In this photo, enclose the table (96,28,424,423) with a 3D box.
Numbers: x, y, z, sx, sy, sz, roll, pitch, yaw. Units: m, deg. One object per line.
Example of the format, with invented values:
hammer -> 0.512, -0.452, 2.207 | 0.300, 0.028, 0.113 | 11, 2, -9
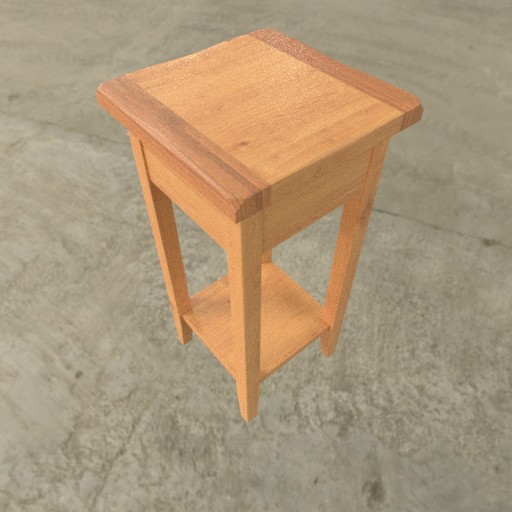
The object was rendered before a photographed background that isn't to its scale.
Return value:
table -> 0.000, 0.000, 0.947 | 0.360, 0.740, 0.360 | -32, 55, -25
